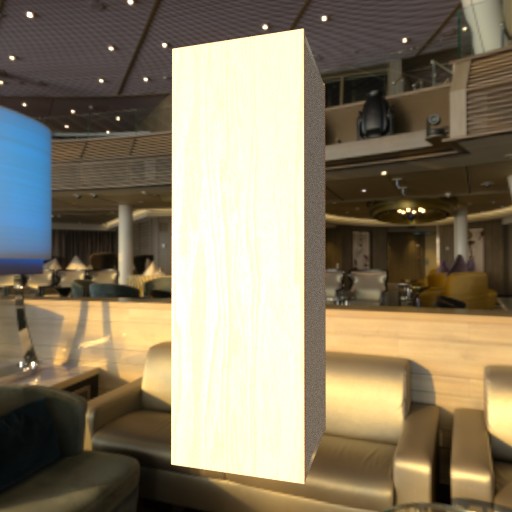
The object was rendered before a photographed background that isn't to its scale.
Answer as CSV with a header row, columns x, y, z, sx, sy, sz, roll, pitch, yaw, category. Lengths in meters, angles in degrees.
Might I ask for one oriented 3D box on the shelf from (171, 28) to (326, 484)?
x,y,z,sx,sy,sz,roll,pitch,yaw,category
0.000,0.000,1.061,0.290,0.900,0.300,0,-1,17,shelf
